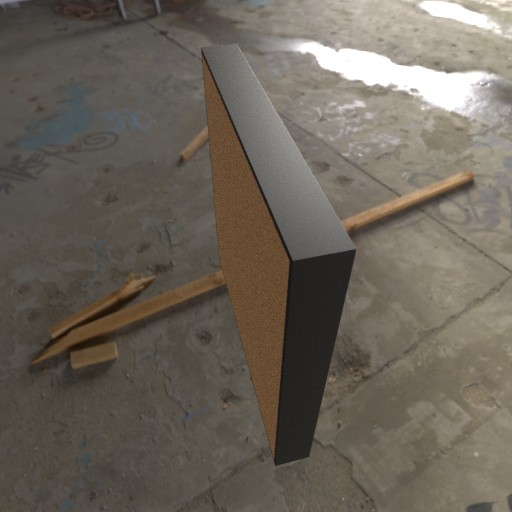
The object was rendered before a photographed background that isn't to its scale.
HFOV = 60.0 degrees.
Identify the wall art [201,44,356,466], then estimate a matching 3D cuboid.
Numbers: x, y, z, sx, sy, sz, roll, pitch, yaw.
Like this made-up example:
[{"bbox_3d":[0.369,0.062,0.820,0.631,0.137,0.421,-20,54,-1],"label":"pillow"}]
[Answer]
[{"bbox_3d":[0.000,0.000,0.450,0.037,0.303,0.304,-10,47,-10],"label":"wall art"}]
